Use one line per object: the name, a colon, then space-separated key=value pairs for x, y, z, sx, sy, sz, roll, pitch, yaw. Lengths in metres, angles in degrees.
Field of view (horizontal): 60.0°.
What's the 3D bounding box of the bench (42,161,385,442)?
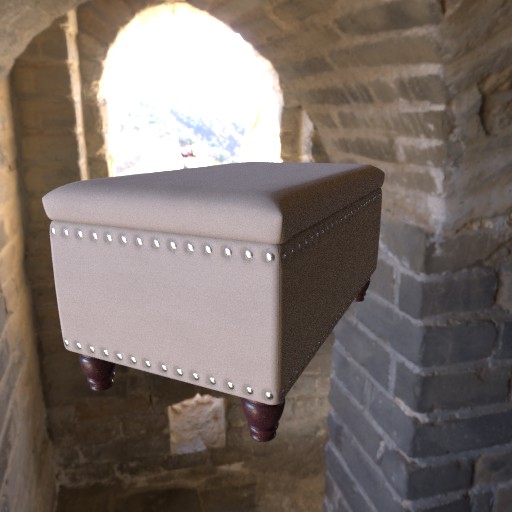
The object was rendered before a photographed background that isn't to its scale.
bench: x=0.000 y=0.000 z=1.181 sx=0.500 sy=0.449 sz=0.887 roll=7 pitch=17 yaw=24
